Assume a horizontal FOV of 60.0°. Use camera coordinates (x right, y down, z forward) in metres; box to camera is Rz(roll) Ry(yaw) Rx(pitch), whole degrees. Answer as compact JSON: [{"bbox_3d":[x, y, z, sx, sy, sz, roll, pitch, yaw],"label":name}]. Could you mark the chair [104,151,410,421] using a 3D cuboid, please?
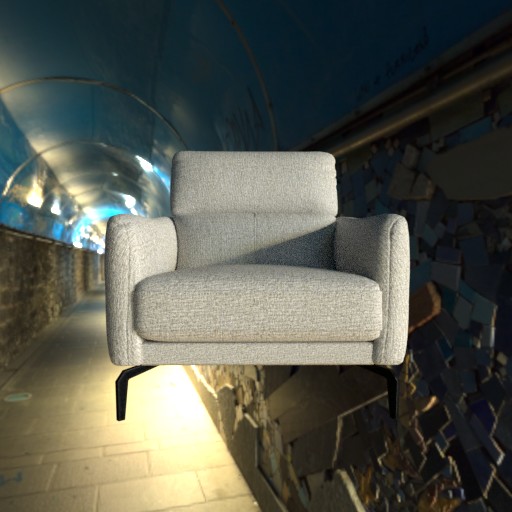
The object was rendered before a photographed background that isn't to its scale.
[{"bbox_3d":[0.000,0.000,1.695,0.972,0.967,0.835,0,0,-1],"label":"chair"}]
